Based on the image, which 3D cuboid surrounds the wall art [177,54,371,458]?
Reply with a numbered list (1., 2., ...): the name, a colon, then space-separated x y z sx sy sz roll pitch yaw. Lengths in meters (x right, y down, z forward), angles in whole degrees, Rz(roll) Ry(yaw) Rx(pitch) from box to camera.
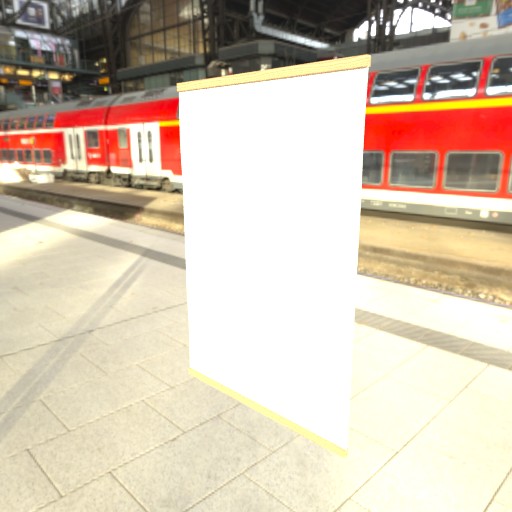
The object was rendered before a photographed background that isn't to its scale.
1. wall art: 0.000 0.000 1.964 1.011 1.521 0.025 13 19 42
